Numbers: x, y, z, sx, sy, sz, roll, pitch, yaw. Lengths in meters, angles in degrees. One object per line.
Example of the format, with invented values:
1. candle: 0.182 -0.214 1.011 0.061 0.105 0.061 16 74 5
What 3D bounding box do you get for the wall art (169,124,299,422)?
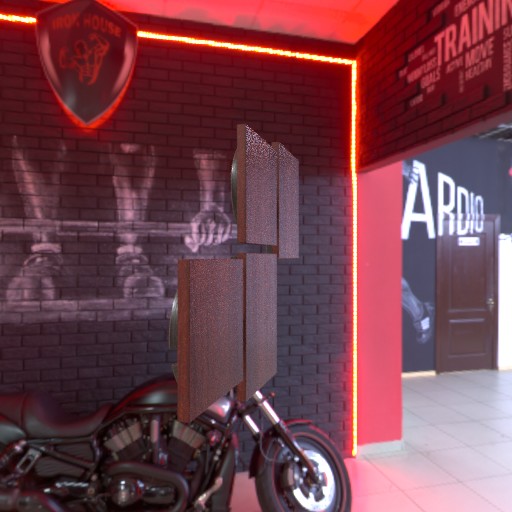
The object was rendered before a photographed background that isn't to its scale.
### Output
1. wall art: 0.000 0.000 0.856 0.030 0.497 0.635 0 0 18
